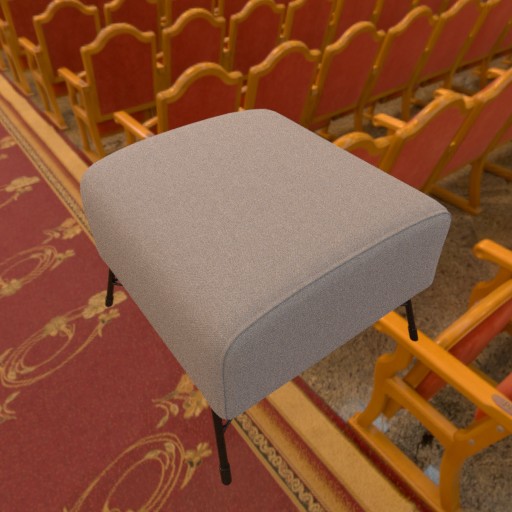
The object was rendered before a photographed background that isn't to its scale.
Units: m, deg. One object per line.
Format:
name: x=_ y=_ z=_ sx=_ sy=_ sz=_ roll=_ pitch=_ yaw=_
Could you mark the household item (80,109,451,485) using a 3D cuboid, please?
household item: x=0.000 y=0.000 z=0.904 sx=0.530 sy=0.410 sz=0.530 roll=-27 pitch=49 yaw=-26
